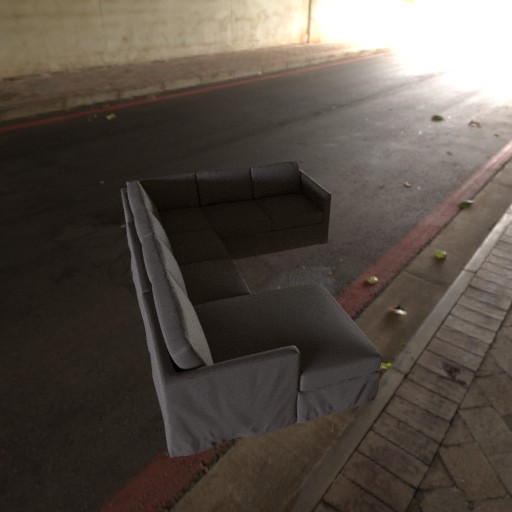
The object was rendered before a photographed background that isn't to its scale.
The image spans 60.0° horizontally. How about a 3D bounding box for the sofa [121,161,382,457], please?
[{"bbox_3d":[0.000,0.000,4.587,2.476,0.878,3.528,-10,31,-16],"label":"sofa"}]
